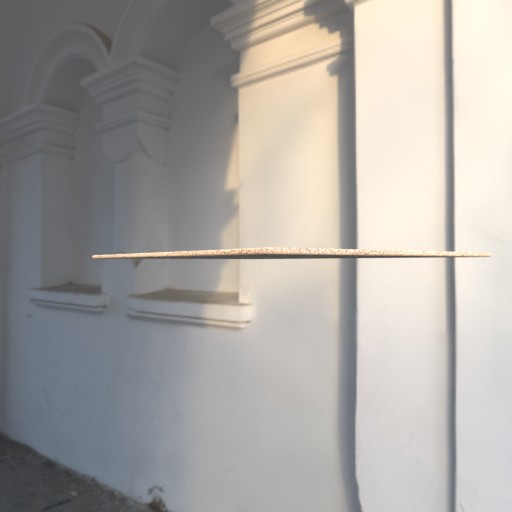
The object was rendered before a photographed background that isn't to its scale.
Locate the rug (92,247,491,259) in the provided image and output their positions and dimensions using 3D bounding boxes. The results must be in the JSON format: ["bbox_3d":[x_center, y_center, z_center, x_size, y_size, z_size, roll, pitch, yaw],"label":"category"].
[{"bbox_3d":[0.000,0.000,3.452,1.778,0.030,2.743,1,-1,-35],"label":"rug"}]
